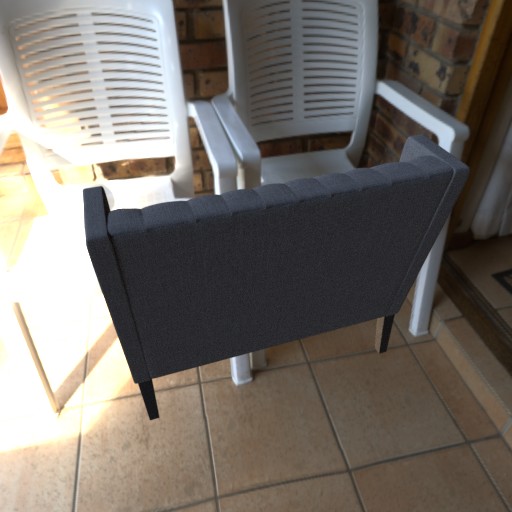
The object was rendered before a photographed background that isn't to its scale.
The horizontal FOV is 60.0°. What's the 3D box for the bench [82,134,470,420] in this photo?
[{"bbox_3d":[0.000,0.000,2.002,1.276,1.121,0.842,-12,42,-14],"label":"bench"}]
